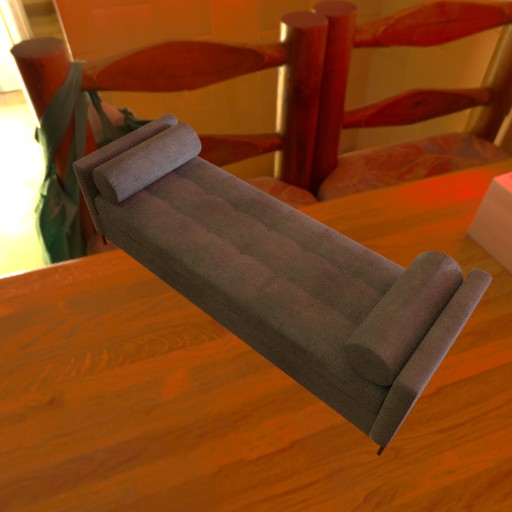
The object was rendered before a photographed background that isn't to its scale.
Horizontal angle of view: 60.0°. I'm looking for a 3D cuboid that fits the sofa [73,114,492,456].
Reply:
[{"bbox_3d":[0.000,0.000,2.287,1.981,0.635,0.686,32,55,26],"label":"sofa"}]
